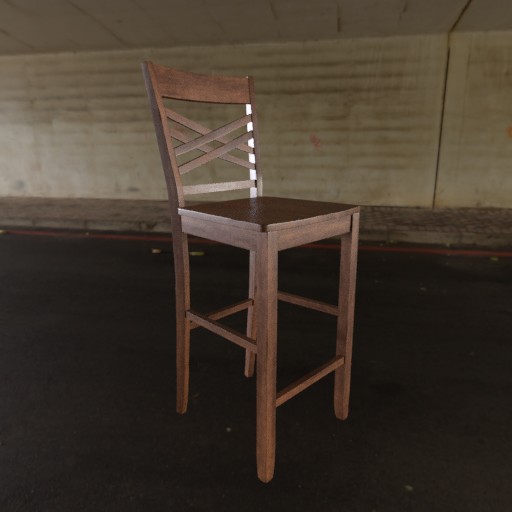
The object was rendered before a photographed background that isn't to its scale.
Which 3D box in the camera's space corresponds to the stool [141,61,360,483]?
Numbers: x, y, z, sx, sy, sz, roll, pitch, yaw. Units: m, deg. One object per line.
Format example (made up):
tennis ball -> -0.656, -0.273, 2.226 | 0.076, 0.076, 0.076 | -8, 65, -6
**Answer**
stool -> 0.000, 0.000, 1.358 | 0.487, 1.105, 0.433 | 13, 20, 42
